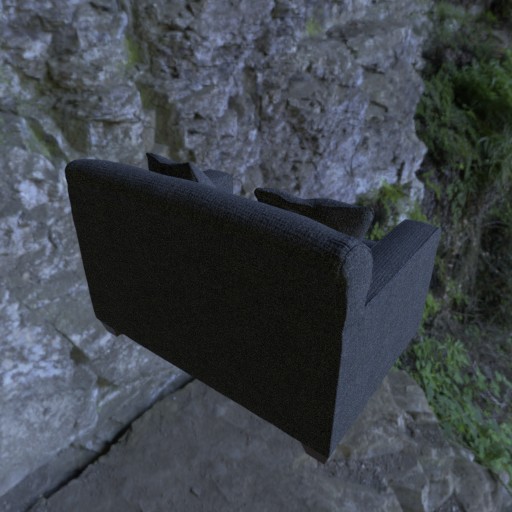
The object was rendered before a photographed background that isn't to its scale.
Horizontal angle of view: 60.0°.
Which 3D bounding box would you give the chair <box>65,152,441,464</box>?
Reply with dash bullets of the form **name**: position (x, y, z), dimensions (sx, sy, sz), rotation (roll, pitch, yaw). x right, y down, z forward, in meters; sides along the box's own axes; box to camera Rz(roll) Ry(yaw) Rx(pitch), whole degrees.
- **chair**: position (0.000, 0.000, 2.076), dimensions (1.383, 0.948, 1.000), rotation (20, 35, 32)
